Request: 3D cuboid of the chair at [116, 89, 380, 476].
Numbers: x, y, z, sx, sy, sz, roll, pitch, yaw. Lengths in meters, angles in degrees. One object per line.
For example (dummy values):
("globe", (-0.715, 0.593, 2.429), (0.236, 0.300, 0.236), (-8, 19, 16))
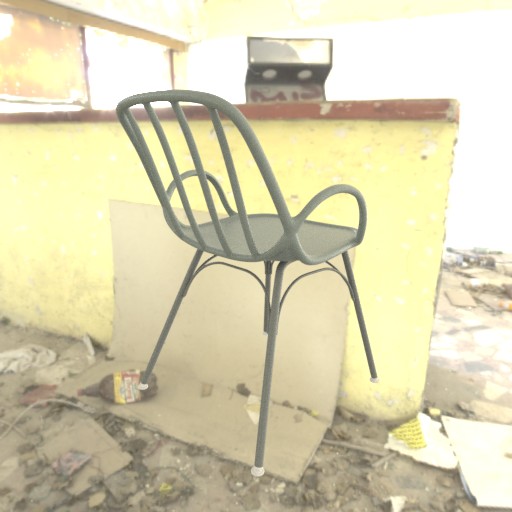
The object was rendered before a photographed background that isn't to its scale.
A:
("chair", (0.000, 0.000, 1.208), (0.549, 0.816, 0.597), (15, 22, 43))
